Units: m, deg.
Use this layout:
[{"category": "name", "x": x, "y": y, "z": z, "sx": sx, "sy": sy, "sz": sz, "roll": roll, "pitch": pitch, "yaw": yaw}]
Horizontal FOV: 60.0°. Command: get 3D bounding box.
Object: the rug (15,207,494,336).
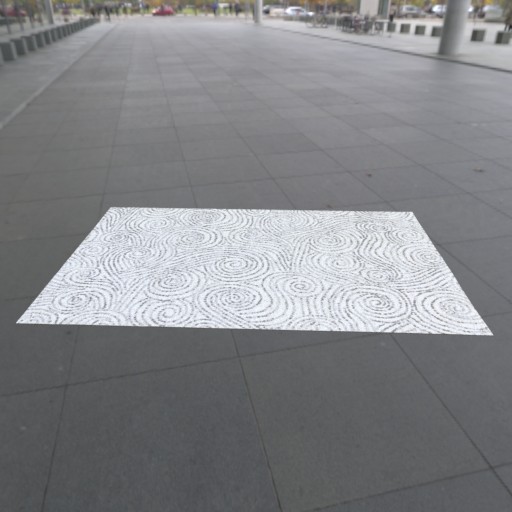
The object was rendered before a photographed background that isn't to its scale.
[{"category": "rug", "x": 0.000, "y": 0.000, "z": 2.916, "sx": 2.439, "sy": 0.005, "sz": 1.524, "roll": 1, "pitch": 30, "yaw": 2}]
